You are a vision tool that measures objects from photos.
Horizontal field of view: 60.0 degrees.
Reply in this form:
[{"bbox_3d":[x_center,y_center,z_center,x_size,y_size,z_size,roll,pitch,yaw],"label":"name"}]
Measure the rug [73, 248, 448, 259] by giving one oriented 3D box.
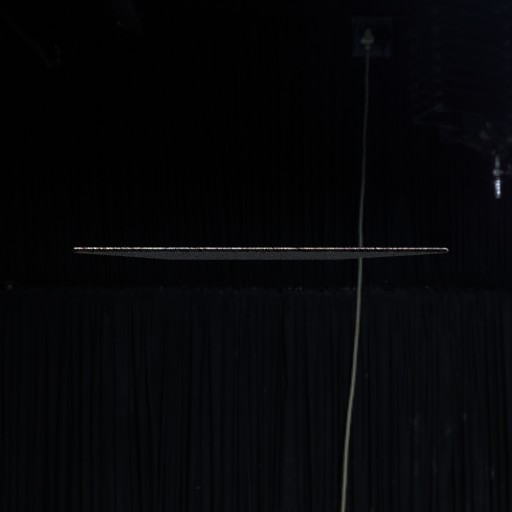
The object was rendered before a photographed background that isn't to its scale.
[{"bbox_3d":[0.000,0.000,2.219,1.143,0.014,1.761,0,-1,-1],"label":"rug"}]
